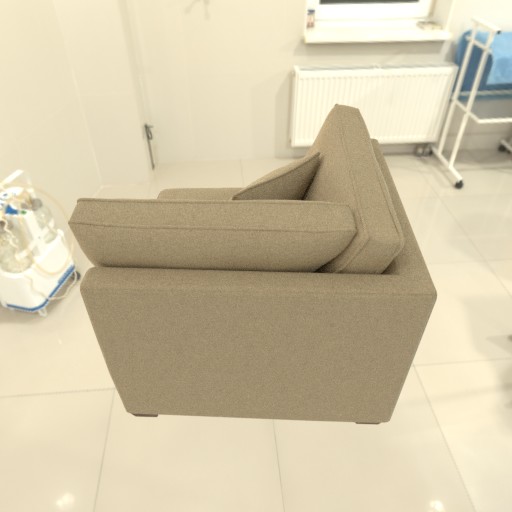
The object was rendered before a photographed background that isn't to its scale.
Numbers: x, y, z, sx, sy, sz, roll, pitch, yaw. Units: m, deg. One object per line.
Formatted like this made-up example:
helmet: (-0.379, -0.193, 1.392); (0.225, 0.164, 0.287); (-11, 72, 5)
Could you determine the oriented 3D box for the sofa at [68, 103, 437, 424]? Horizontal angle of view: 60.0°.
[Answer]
sofa: (0.000, 0.000, 1.959); (1.146, 1.002, 1.084); (1, 41, 1)
